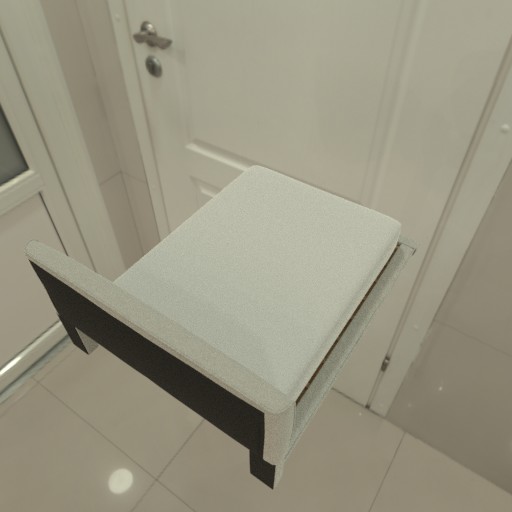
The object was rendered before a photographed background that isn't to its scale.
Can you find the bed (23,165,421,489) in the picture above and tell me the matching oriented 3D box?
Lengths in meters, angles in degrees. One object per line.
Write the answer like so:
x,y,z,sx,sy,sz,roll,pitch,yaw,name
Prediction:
0.000,0.000,3.274,1.840,1.067,2.368,26,52,23,bed
